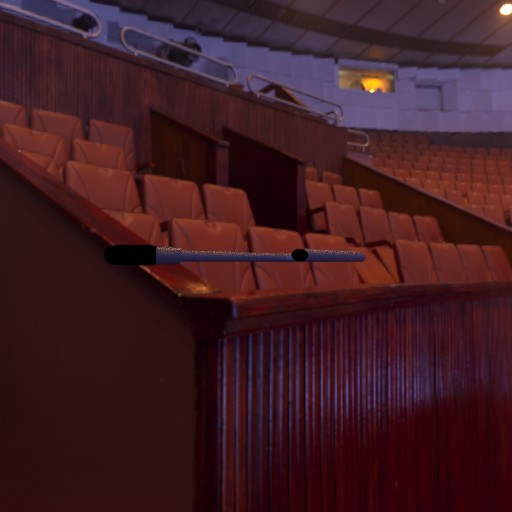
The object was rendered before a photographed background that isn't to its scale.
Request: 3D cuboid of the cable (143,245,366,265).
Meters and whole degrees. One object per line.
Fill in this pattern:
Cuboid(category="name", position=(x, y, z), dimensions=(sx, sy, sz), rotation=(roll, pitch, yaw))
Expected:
Cuboid(category="cable", position=(0.000, 0.000, 0.113), dimensions=(0.041, 0.005, 0.098), rotation=(-1, -1, 35))
